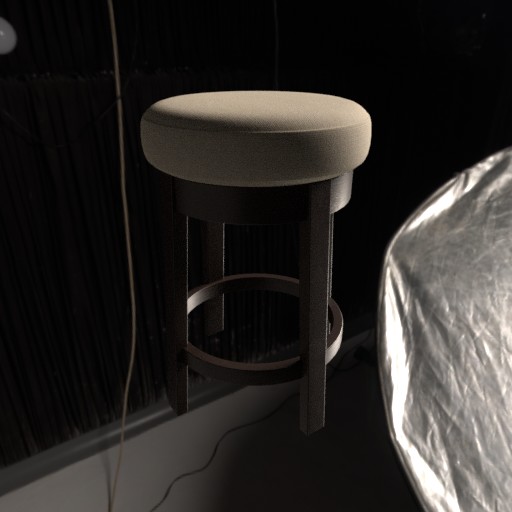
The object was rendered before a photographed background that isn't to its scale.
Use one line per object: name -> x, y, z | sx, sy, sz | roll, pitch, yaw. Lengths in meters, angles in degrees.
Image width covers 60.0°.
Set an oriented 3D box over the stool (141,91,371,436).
stool -> 0.000, 0.000, 0.964 | 0.449, 0.655, 0.449 | 0, 26, 0
